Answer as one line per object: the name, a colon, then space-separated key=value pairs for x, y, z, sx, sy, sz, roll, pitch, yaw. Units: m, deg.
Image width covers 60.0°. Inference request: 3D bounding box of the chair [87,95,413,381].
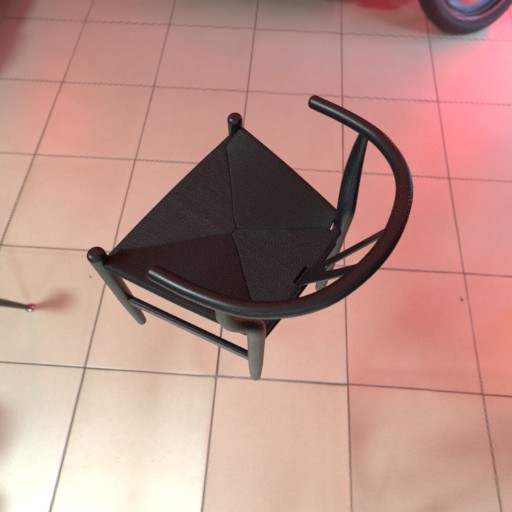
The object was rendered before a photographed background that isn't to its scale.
chair: x=0.000 y=0.000 z=1.147 sx=0.579 sy=0.730 sz=0.569 roll=34 pitch=68 yaw=16
